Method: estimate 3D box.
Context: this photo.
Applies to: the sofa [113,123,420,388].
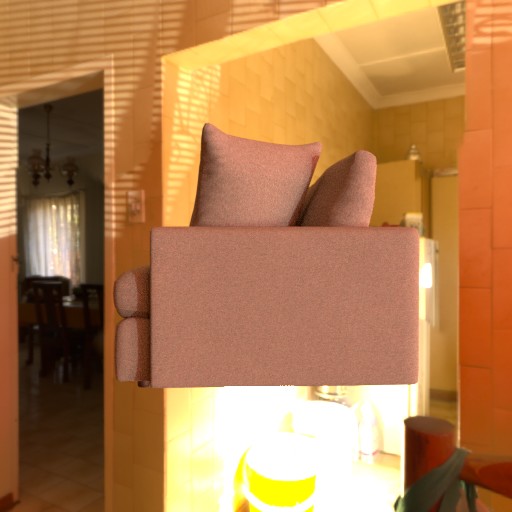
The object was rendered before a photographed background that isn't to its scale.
[{"bbox_3d":[0.000,0.000,2.617,1.228,1.080,1.869,0,1,-2],"label":"sofa"}]
